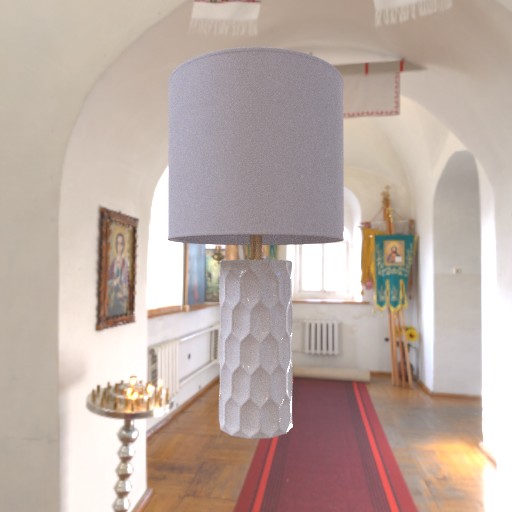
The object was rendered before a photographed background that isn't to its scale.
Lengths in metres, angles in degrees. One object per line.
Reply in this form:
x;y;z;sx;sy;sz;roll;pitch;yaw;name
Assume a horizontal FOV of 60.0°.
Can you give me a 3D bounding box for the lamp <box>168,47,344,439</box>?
0.000;0.000;0.706;0.277;0.537;0.277;1;-2;-37;lamp
